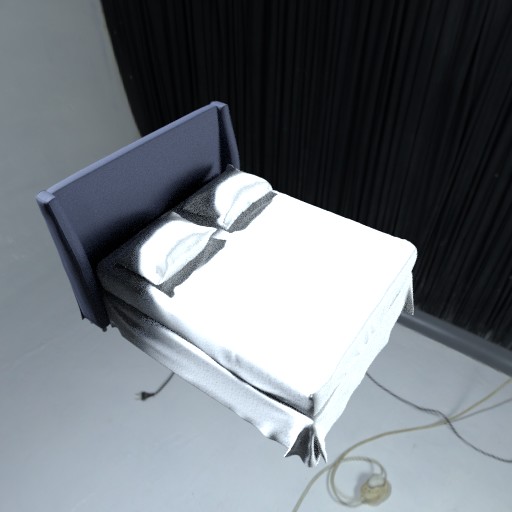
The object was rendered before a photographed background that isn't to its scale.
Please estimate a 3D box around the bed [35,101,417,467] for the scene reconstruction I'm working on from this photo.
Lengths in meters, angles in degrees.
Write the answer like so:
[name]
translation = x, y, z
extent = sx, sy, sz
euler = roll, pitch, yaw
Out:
[bed]
translation = 0.000, 0.000, 3.441
extent = 2.276, 1.332, 1.925
euler = 25, 48, 26
